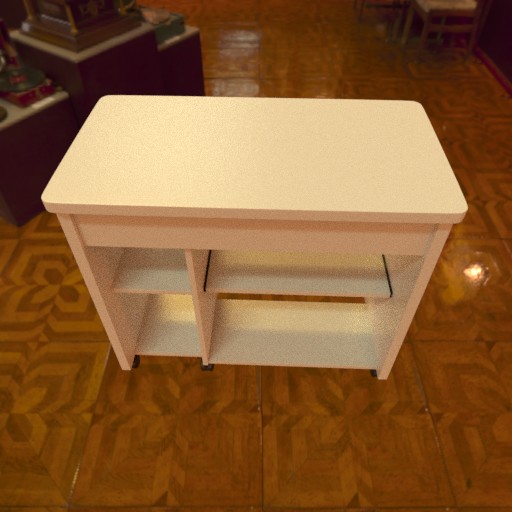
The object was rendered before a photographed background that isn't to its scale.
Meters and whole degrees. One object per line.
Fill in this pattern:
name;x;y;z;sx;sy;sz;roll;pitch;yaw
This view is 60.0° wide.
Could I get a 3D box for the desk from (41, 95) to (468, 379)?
desk;0.000;0.000;1.327;0.877;0.763;0.475;2;46;2
